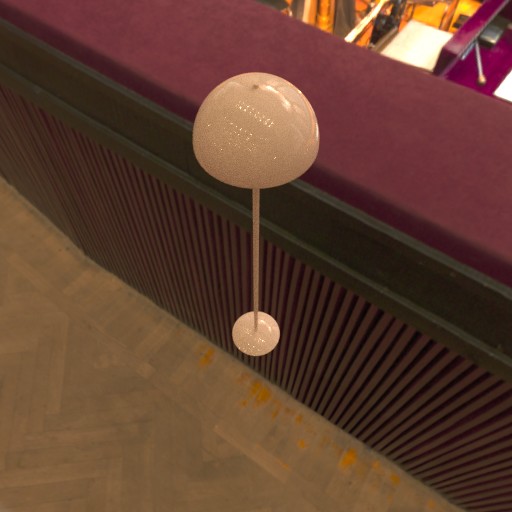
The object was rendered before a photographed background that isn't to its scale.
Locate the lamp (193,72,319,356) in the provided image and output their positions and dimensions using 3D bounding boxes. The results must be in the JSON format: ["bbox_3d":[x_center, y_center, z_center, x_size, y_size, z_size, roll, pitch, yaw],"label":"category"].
[{"bbox_3d":[0.000,0.000,1.636,0.328,1.480,0.328,32,63,18],"label":"lamp"}]
